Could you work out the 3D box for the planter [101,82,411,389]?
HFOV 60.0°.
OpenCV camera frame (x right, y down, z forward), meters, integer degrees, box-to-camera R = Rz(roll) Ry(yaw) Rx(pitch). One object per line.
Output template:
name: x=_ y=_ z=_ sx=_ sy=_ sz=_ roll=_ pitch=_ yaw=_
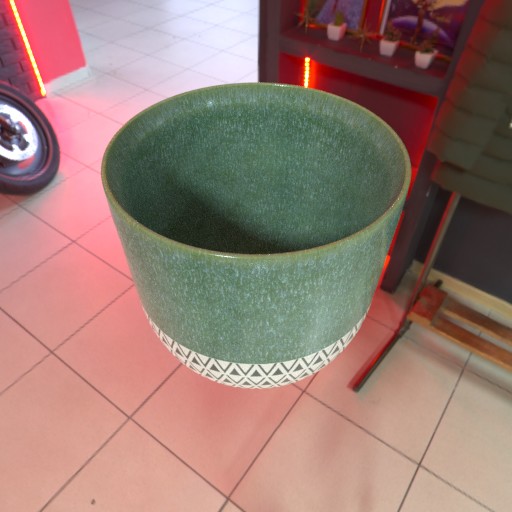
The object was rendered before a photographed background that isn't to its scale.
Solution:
planter: x=0.000 y=0.000 z=0.486 sx=0.266 sy=0.270 sz=0.266 roll=0 pitch=46 yaw=0
